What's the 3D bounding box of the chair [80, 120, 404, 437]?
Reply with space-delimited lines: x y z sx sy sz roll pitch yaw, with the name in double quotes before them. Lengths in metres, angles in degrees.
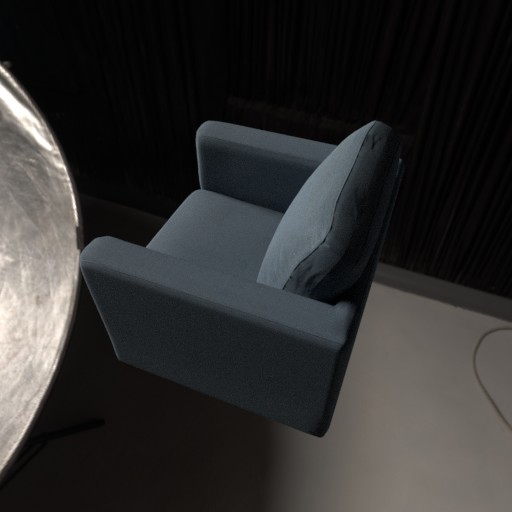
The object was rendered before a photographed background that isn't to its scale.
"chair" 0.000 0.000 1.582 0.820 0.922 0.855 16 49 15
